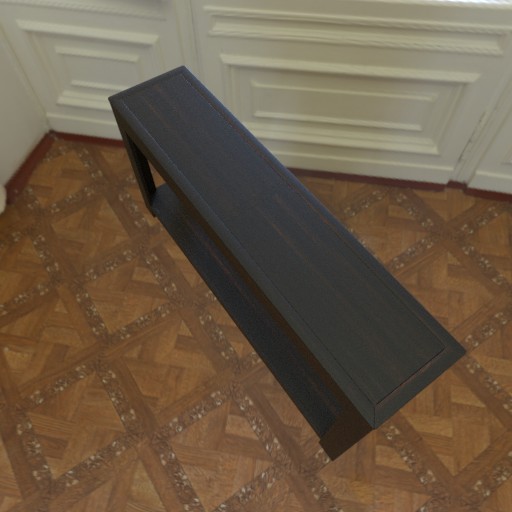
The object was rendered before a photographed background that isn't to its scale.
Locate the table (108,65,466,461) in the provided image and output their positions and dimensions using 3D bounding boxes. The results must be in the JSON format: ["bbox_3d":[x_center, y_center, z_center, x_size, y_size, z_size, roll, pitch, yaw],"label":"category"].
[{"bbox_3d":[0.000,0.000,1.916,0.384,0.762,1.631,-31,64,-17],"label":"table"}]
